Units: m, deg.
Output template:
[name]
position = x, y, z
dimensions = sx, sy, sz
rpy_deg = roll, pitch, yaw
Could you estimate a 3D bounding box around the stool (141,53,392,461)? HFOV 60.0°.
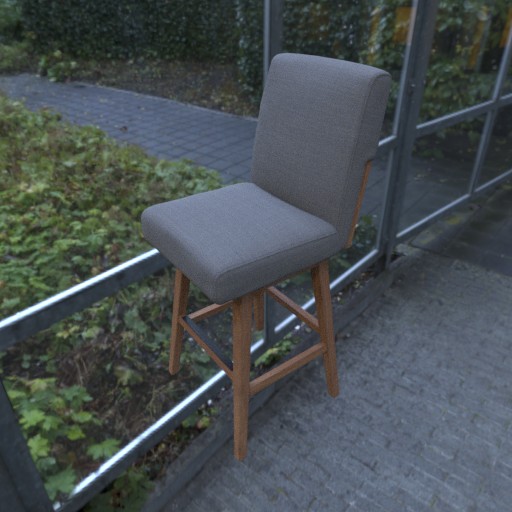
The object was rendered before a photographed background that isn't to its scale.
[stool]
position = 0.000, 0.000, 1.397
dimensions = 0.570, 1.112, 0.483
rpy_deg = -21, 38, -31
